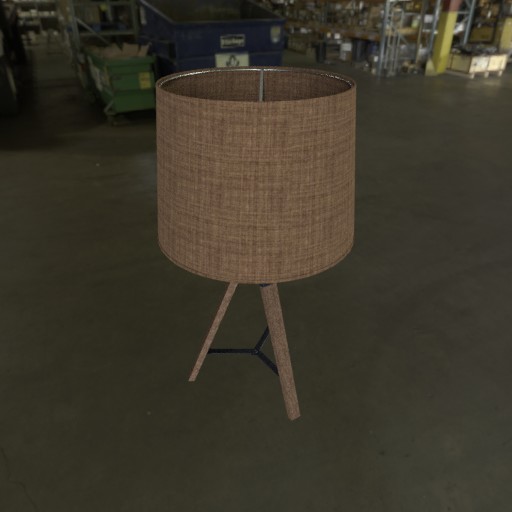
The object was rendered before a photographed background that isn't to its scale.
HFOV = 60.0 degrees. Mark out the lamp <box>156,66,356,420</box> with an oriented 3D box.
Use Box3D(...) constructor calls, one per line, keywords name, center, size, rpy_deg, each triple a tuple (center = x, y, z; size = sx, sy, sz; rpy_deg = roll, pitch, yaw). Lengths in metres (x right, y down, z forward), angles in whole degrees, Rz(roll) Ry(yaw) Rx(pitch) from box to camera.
Box3D(name="lamp", center=(0.000, 0.000, 0.689), size=(0.290, 0.514, 0.290), rpy_deg=(0, 31, 0))
